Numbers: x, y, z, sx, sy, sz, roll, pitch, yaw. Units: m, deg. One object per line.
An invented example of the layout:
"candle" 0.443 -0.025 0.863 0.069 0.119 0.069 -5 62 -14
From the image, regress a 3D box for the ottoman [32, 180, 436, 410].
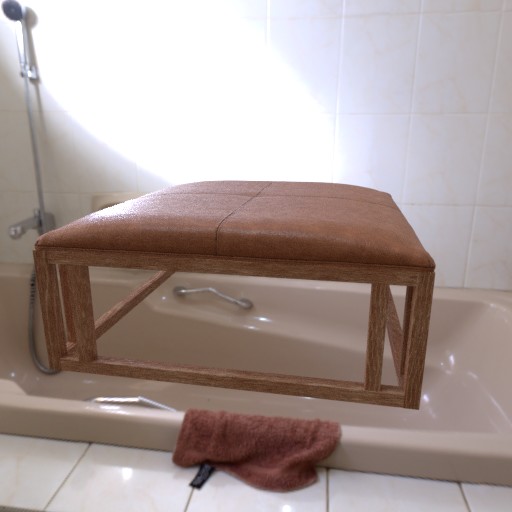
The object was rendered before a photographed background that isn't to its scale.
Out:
"ottoman" 0.000 0.000 1.591 1.013 0.442 1.016 3 17 10
